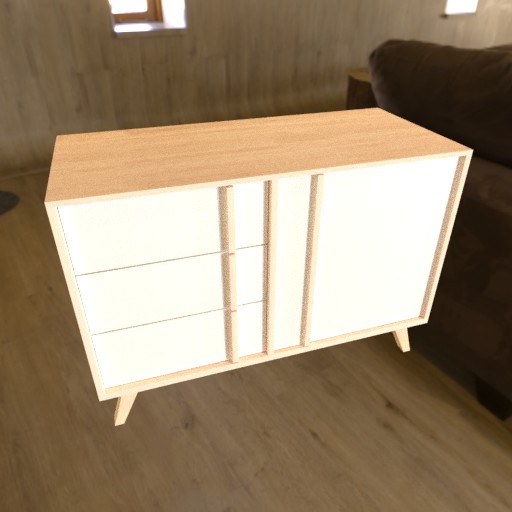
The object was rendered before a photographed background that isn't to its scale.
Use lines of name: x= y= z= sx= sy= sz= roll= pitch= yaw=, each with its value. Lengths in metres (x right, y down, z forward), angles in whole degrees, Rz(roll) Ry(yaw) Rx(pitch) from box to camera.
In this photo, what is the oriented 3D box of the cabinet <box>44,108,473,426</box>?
cabinet: x=0.000 y=0.000 z=1.497 sx=1.110 sy=0.780 sz=0.500 roll=-10 pitch=33 yaw=-15
